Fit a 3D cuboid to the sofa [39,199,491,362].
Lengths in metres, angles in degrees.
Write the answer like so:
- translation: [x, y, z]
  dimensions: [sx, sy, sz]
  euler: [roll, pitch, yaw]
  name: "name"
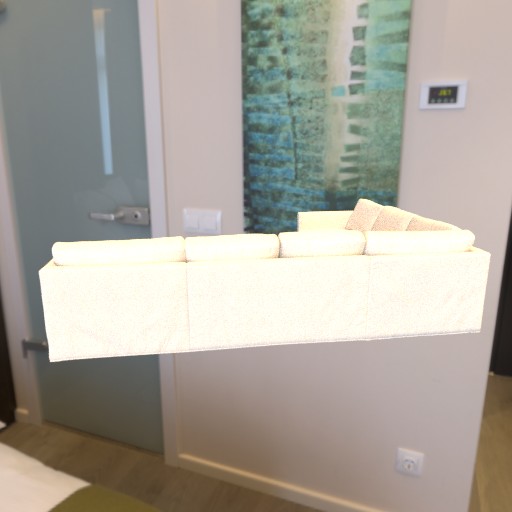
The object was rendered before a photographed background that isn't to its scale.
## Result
- translation: [0.000, 0.000, 4.513]
  dimensions: [3.460, 0.882, 2.427]
  euler: [-2, 14, -8]
  name: "sofa"
